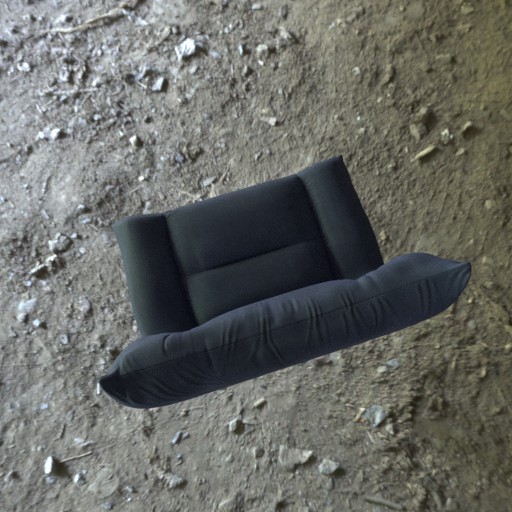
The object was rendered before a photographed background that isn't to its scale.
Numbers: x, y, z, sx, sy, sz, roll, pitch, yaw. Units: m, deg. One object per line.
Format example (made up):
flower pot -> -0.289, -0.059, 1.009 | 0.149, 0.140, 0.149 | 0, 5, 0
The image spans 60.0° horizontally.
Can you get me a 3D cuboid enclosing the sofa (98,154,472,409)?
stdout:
sofa -> 0.000, 0.000, 1.681 | 1.122, 0.778, 0.849 | -17, 76, -4
